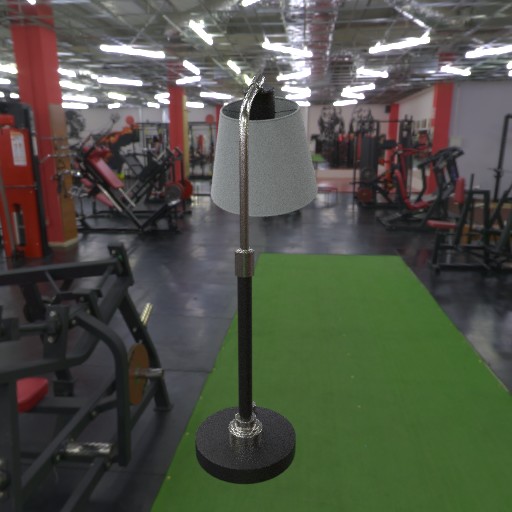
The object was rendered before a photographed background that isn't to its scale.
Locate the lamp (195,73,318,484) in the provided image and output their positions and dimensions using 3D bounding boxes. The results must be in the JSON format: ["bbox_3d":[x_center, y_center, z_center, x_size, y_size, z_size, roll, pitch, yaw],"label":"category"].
[{"bbox_3d":[0.000,0.000,0.690,0.181,0.539,0.348,2,14,9],"label":"lamp"}]
